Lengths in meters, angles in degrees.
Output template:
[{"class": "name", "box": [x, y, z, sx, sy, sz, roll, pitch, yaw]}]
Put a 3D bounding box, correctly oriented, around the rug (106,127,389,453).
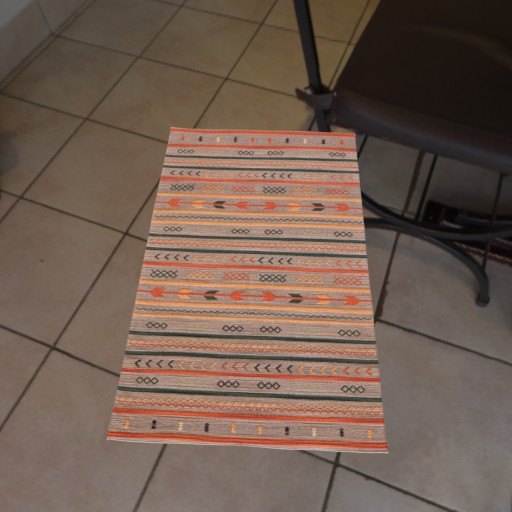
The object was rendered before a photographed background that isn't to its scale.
[{"class": "rug", "box": [0.000, 0.000, 3.042, 1.537, 0.029, 2.439, 2, 59, 1]}]
